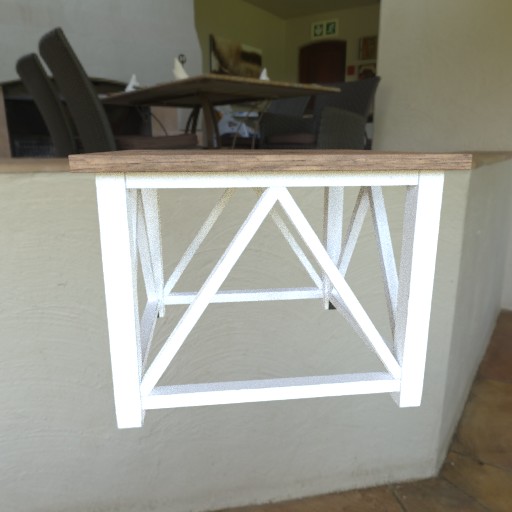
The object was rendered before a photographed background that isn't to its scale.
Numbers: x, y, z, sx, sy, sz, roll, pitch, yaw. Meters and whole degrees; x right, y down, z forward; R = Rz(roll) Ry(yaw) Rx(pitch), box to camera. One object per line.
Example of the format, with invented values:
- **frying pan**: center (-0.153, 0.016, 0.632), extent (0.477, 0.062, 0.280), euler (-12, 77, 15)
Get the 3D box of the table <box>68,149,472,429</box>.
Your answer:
- **table**: center (0.000, 0.000, 1.158), extent (0.700, 0.532, 0.700), euler (-2, 14, -7)
